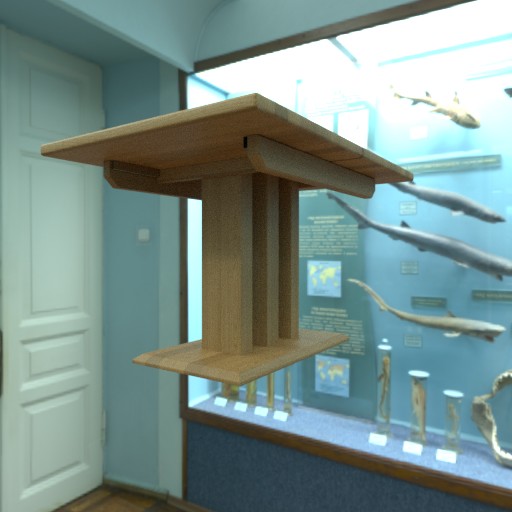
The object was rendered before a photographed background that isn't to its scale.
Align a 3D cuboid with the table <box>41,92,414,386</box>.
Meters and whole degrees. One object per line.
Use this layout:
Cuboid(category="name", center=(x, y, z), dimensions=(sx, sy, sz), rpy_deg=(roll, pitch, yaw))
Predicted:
Cuboid(category="table", center=(0.000, 0.000, 1.797), dimensions=(0.900, 0.770, 1.300), rpy_deg=(1, 1, 35))
